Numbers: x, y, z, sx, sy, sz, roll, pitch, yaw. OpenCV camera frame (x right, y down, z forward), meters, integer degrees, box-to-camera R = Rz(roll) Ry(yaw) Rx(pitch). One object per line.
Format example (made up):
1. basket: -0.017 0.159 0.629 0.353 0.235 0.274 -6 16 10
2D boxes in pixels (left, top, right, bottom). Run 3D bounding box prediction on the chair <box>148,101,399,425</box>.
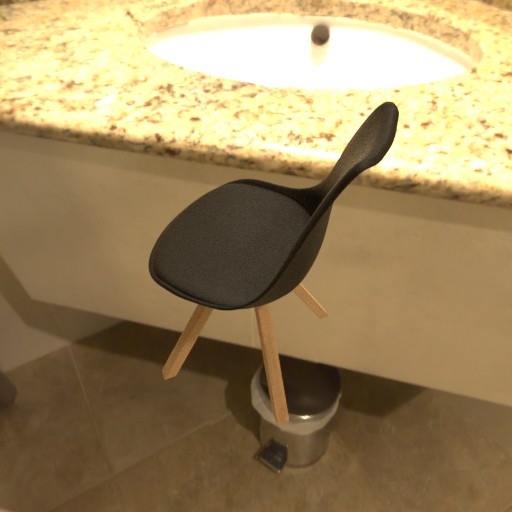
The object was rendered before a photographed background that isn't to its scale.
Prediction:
1. chair: 0.000 0.000 1.180 0.549 0.850 0.485 17 48 16
